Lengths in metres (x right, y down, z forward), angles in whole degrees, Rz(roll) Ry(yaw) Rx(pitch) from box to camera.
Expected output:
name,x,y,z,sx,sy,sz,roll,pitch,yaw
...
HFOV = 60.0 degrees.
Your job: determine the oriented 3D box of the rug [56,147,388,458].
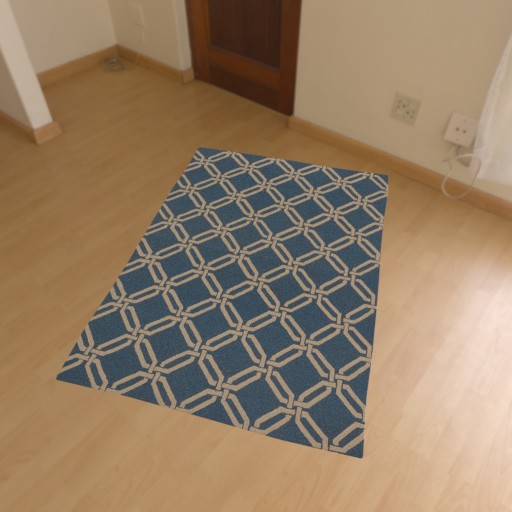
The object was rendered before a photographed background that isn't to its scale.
name,x,y,z,sx,sy,sz,roll,pitch,yaw
rug,0.000,0.000,2.765,1.524,0.013,2.135,11,48,10
